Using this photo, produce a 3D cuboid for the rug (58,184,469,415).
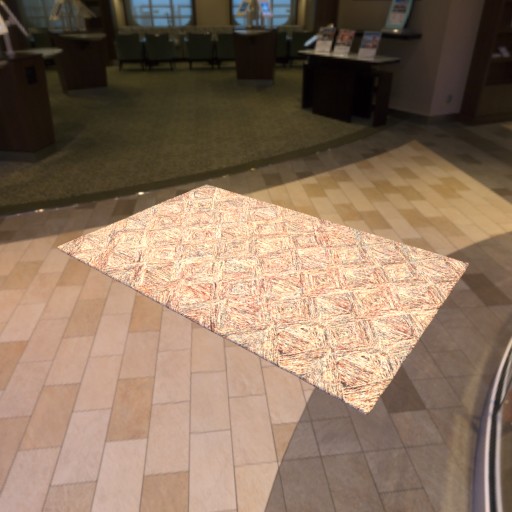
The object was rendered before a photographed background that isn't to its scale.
[{"bbox_3d":[0.000,0.000,2.240,1.761,0.014,1.143,21,36,32],"label":"rug"}]
